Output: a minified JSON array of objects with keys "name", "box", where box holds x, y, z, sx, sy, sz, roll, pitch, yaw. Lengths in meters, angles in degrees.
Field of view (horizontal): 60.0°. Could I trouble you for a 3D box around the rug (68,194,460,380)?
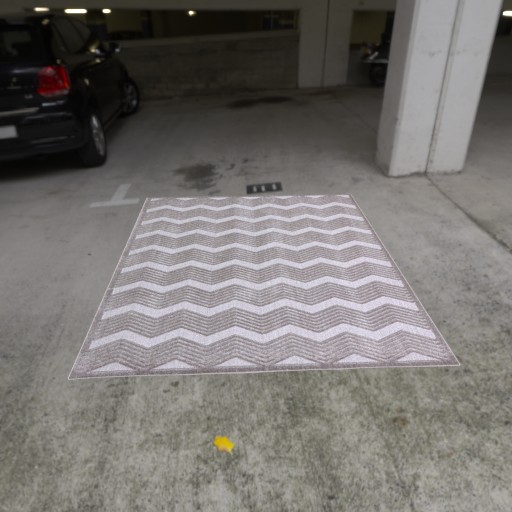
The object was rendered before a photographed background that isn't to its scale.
[{"name":"rug","box":[0.000,0.000,3.940,2.391,0.005,2.880,-1,29,-3]}]
